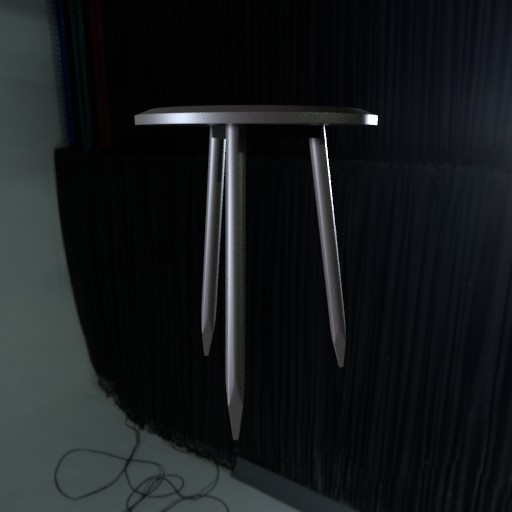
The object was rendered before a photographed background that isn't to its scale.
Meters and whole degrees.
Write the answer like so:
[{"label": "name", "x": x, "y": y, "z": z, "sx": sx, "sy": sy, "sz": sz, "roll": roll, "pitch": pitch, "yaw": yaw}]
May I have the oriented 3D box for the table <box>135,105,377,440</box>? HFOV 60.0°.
[{"label": "table", "x": 0.000, "y": 0.000, "z": 0.941, "sx": 0.457, "sy": 0.585, "sz": 0.457, "roll": 0, "pitch": 16, "yaw": 0}]
